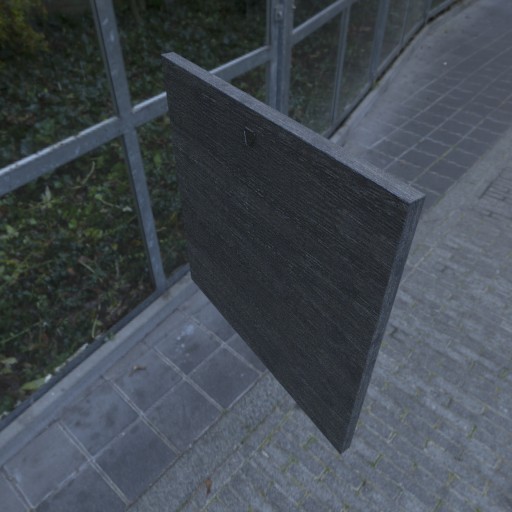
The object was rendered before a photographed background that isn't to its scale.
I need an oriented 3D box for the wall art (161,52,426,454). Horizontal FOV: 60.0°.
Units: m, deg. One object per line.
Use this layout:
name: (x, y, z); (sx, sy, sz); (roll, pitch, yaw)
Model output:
wall art: (0.000, 0.000, 0.661); (0.027, 0.459, 0.462); (-25, 47, -26)
